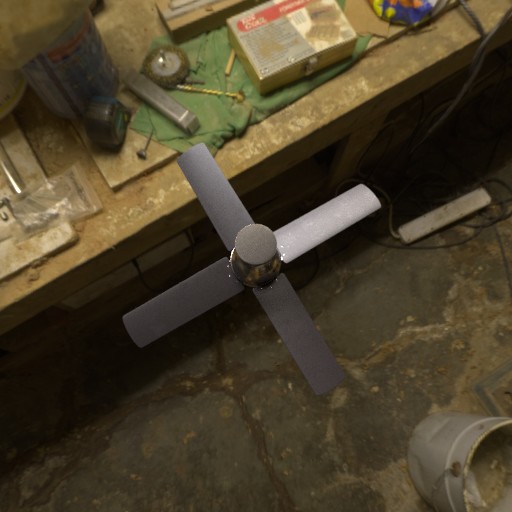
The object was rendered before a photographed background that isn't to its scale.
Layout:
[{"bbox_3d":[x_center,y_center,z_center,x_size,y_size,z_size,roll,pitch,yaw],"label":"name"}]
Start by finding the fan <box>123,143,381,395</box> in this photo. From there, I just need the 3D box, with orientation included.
[{"bbox_3d":[0.000,0.000,1.987,1.332,0.403,1.332,-30,78,-7],"label":"fan"}]
